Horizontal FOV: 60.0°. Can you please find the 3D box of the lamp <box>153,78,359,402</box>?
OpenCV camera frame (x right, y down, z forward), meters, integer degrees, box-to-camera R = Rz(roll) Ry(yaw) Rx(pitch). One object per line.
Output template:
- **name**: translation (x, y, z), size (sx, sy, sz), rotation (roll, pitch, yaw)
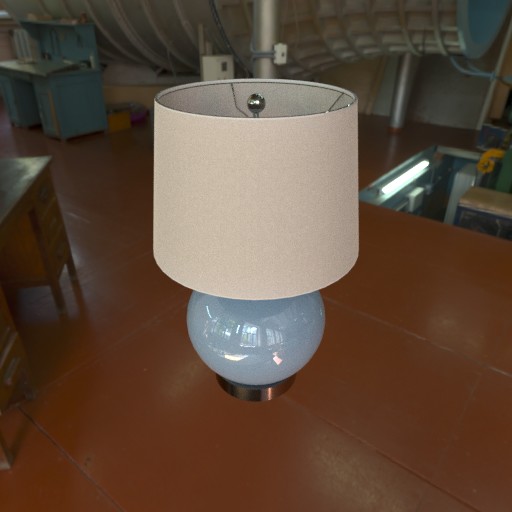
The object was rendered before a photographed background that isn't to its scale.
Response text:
- **lamp**: translation (0.000, 0.000, 0.554), size (0.247, 0.387, 0.247), rotation (0, 30, 0)
